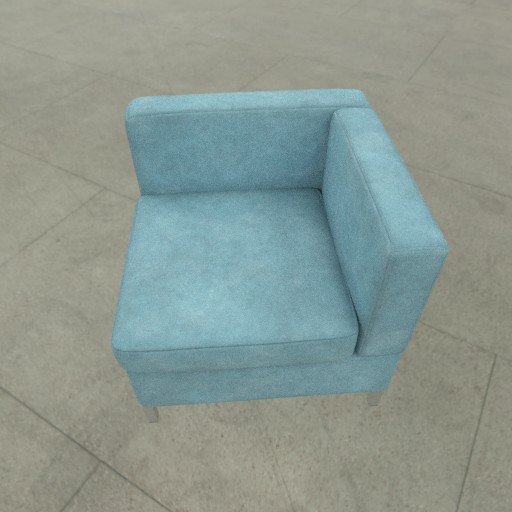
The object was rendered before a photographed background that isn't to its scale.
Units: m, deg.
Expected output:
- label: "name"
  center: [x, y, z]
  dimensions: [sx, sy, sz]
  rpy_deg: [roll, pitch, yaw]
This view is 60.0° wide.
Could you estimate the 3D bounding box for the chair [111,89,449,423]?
- label: "chair"
  center: [0.000, 0.000, 1.233]
  dimensions: [0.691, 0.660, 0.684]
  rpy_deg: [-3, 46, -3]
